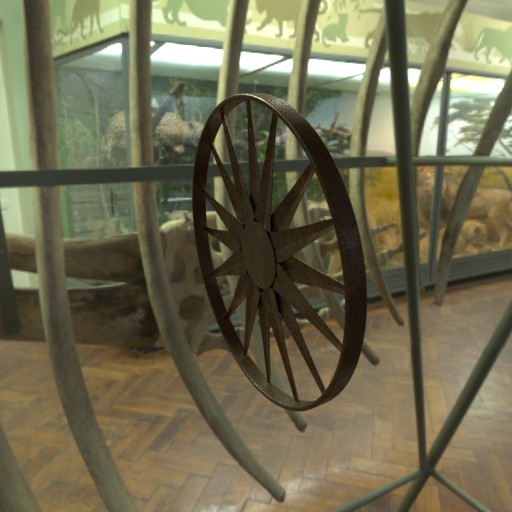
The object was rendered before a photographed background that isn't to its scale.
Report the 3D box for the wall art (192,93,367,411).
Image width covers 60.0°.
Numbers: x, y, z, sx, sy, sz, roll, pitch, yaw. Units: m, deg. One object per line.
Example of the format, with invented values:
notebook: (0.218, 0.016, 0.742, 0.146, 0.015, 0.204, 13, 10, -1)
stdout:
wall art: (0.000, 0.000, 0.845, 0.084, 0.583, 0.582, -7, 15, -27)
